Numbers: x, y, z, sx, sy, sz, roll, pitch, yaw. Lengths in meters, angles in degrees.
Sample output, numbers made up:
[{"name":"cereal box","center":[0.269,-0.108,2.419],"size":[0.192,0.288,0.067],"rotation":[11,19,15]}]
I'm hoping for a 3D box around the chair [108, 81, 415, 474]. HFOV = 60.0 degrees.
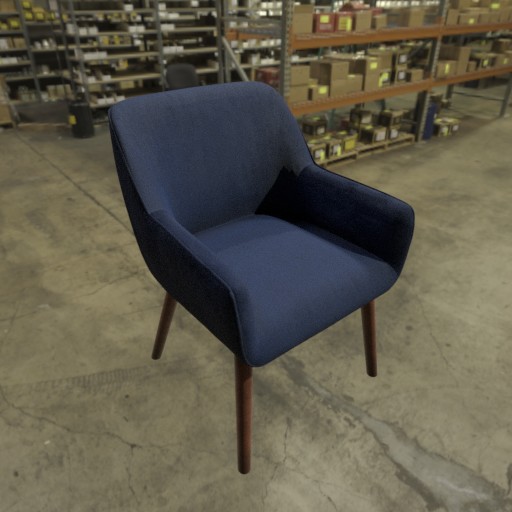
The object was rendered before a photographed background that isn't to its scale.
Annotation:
[{"name":"chair","center":[0.000,0.000,1.240],"size":[0.600,0.820,0.600],"rotation":[-23,38,-33]}]
